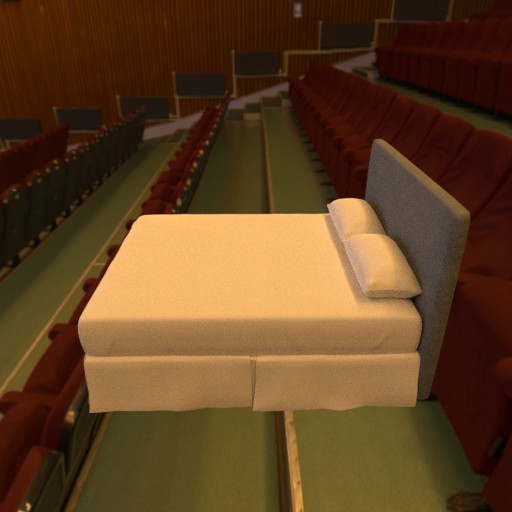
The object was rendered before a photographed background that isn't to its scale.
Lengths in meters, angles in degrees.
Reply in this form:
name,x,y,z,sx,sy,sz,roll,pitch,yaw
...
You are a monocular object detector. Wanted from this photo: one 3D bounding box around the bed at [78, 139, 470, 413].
name,x,y,z,sx,sy,sz,roll,pitch,yaw
bed,0.000,0.000,3.188,2.142,1.330,1.713,0,27,-1
